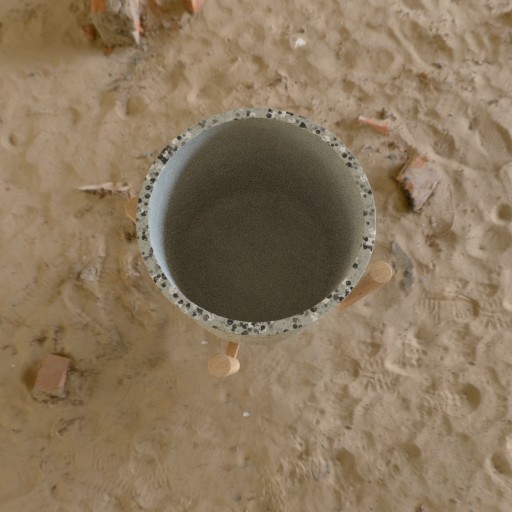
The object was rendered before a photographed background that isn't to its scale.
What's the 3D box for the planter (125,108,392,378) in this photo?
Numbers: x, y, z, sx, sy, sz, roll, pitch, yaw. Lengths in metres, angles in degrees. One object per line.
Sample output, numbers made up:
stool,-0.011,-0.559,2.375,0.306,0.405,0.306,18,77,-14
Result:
planter,0.000,0.000,0.565,0.284,0.320,0.284,37,79,9
